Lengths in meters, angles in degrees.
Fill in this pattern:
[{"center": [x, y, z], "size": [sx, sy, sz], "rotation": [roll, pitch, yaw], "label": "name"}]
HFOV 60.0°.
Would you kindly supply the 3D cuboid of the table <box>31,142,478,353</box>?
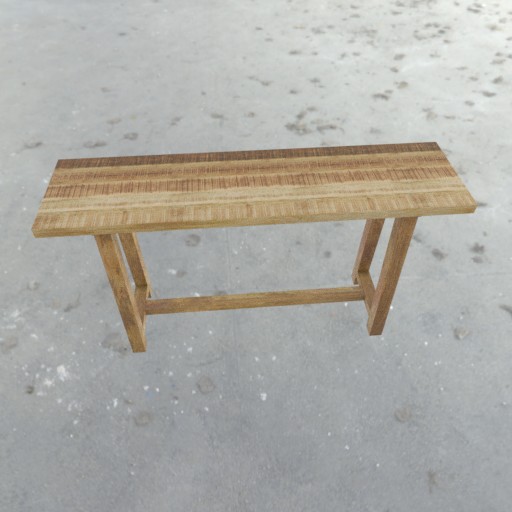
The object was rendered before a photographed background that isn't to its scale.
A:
[{"center": [0.000, 0.000, 1.938], "size": [1.524, 0.810, 0.405], "rotation": [-3, 46, -3], "label": "table"}]
